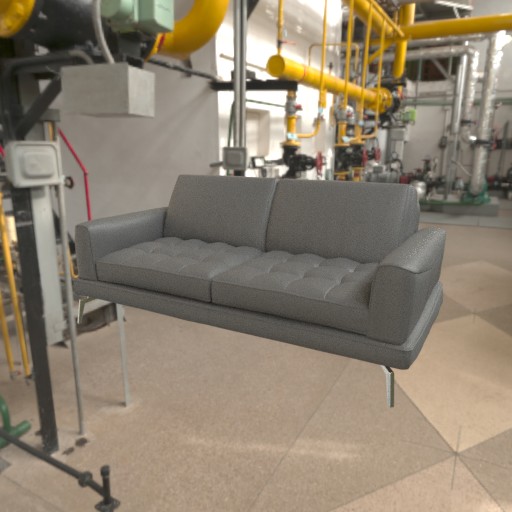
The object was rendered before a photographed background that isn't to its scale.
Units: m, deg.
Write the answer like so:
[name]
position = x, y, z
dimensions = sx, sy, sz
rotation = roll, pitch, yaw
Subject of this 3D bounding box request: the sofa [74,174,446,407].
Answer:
[sofa]
position = 0.000, 0.000, 2.808
dimensions = 2.177, 0.930, 1.121
rotation = 8, 16, 28
